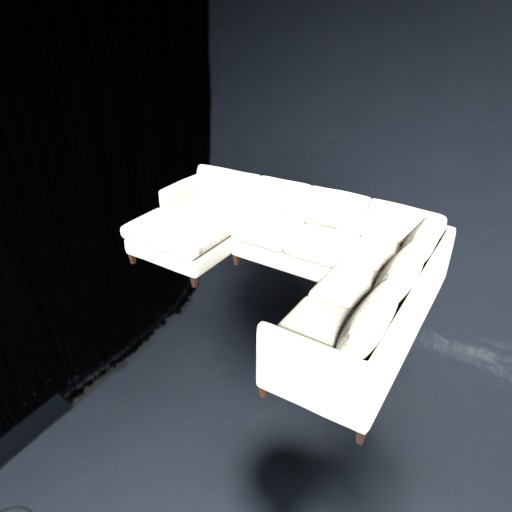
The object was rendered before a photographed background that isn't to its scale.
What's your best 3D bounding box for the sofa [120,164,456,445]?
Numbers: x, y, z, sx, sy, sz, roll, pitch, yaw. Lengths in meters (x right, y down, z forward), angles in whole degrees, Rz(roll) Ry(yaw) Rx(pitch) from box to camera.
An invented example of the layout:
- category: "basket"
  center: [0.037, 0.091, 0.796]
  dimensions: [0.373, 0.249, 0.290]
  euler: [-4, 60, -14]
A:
- category: "sofa"
  center: [0.000, 0.000, 4.675]
  dimensions: [3.460, 0.959, 2.593]
  euler: [17, 34, 28]
